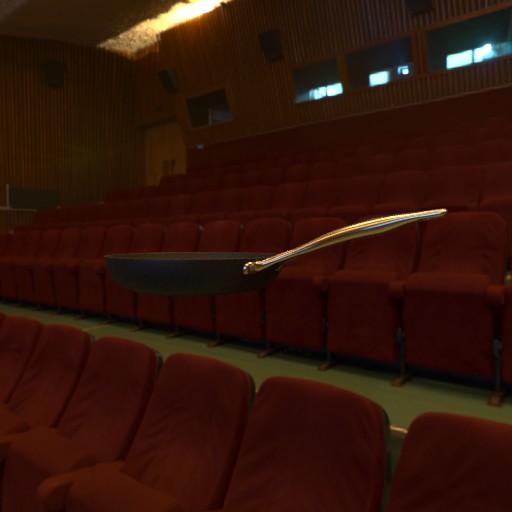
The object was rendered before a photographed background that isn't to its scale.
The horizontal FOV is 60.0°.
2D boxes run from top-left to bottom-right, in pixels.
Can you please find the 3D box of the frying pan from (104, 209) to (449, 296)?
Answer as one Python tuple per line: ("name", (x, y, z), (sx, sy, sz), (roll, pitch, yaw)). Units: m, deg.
("frying pan", (0.000, 0.000, 0.579), (0.472, 0.105, 0.255), (2, 3, 38))
